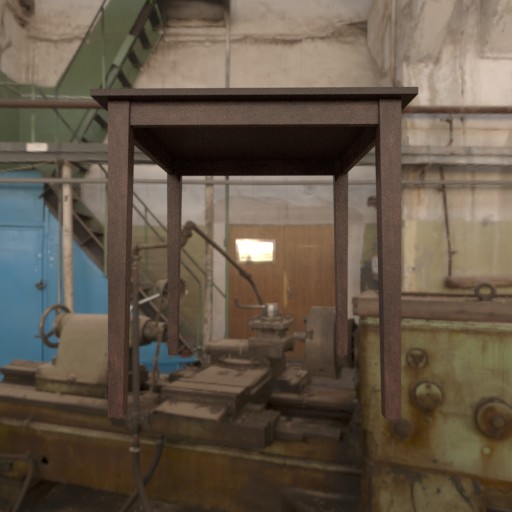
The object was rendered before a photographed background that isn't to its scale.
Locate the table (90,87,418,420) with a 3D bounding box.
[{"bbox_3d":[0.000,0.000,1.386,0.749,0.770,0.749,0,0,1],"label":"table"}]
